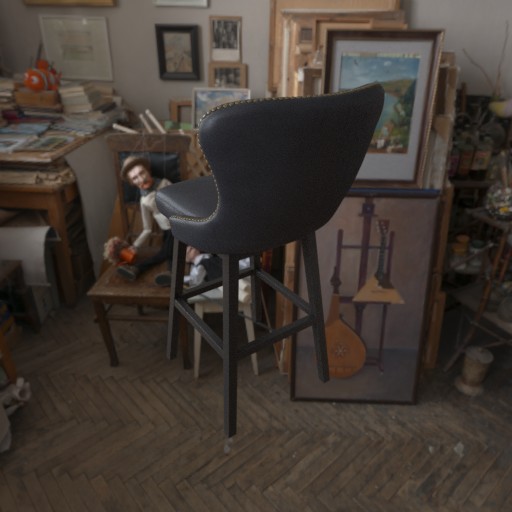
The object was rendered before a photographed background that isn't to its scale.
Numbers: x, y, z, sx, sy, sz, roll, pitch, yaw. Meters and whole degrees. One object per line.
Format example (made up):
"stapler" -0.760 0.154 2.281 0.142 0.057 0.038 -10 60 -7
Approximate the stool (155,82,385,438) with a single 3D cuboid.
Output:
"stool" 0.000 0.000 1.382 0.528 1.050 0.601 -19 35 -30
